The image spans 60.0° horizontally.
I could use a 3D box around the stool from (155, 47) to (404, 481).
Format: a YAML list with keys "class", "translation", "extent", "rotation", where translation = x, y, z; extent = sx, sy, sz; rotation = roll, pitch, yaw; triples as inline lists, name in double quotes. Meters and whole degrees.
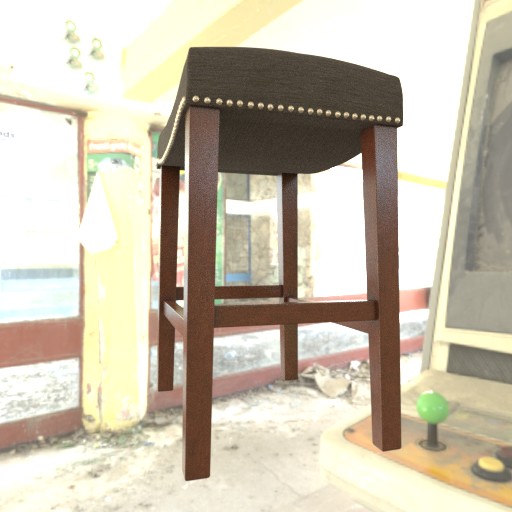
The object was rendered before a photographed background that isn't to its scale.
- class: "stool"
  translation: [0.000, 0.000, 0.921]
  extent: [0.372, 0.654, 0.504]
  rotation: [0, 0, -17]
